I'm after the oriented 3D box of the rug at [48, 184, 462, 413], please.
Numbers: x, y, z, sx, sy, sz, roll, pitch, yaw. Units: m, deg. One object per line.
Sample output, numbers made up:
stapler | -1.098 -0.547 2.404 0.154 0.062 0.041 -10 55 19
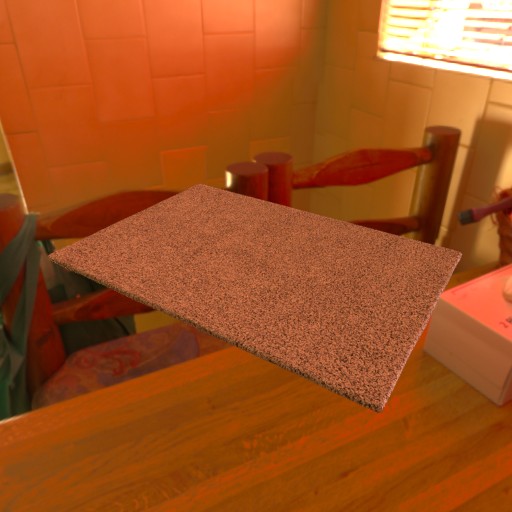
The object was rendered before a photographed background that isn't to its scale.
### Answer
rug | 0.000 0.000 2.296 1.778 0.030 1.219 19 35 28
